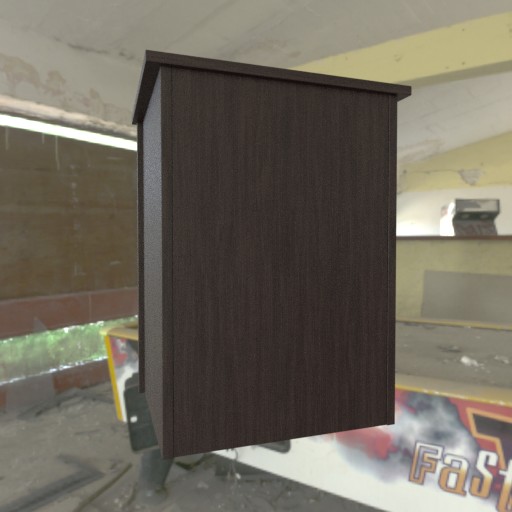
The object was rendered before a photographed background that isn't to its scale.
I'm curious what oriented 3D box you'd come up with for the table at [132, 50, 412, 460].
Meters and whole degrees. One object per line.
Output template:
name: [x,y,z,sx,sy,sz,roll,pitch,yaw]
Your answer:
table: [0.000,0.000,0.932,0.480,0.635,0.381,-1,2,-19]
